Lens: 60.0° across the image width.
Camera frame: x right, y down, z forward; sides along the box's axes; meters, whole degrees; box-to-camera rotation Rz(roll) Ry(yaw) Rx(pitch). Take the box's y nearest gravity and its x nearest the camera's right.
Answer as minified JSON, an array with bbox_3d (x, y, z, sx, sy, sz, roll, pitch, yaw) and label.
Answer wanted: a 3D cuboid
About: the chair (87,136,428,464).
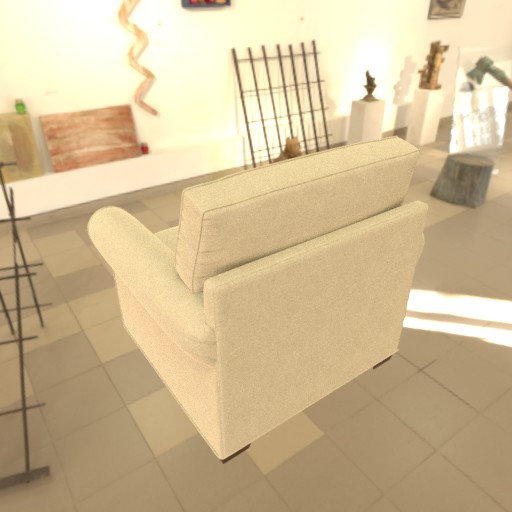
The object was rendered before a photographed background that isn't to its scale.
[{"bbox_3d":[0.000,0.000,1.751,1.040,0.955,0.863,-20,36,-30],"label":"chair"}]
